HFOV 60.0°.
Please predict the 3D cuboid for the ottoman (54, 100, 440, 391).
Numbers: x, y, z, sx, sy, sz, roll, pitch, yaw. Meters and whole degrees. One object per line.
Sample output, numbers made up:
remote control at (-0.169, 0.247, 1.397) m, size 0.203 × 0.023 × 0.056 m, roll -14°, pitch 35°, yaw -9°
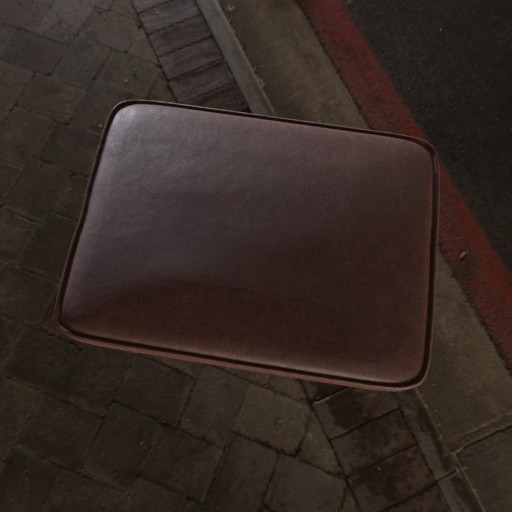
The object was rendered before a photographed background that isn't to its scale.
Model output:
ottoman at (0.000, 0.000, 1.085) m, size 0.749 × 0.449 × 0.548 m, roll 8°, pitch 74°, yaw 2°
